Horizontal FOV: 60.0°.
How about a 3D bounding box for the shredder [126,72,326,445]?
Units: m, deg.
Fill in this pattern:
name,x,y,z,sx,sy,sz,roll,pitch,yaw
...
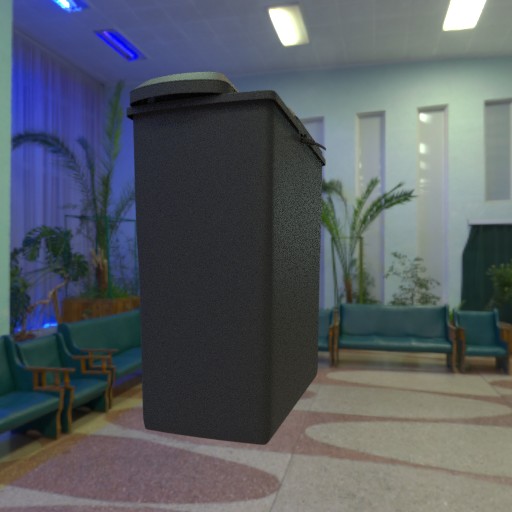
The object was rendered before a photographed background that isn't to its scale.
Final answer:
name,x,y,z,sx,sy,sz,roll,pitch,yaw
shredder,0.000,0.000,0.526,0.170,0.335,0.320,0,-1,18
